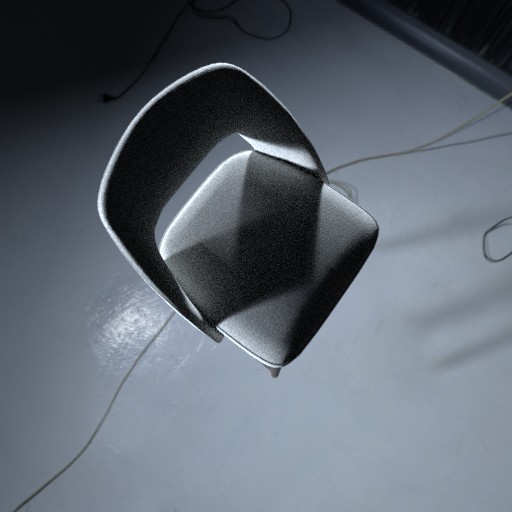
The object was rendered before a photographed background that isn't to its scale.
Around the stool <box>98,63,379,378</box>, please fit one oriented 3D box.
[{"bbox_3d":[0.000,0.000,1.201,0.509,0.940,0.494,36,78,8],"label":"stool"}]
